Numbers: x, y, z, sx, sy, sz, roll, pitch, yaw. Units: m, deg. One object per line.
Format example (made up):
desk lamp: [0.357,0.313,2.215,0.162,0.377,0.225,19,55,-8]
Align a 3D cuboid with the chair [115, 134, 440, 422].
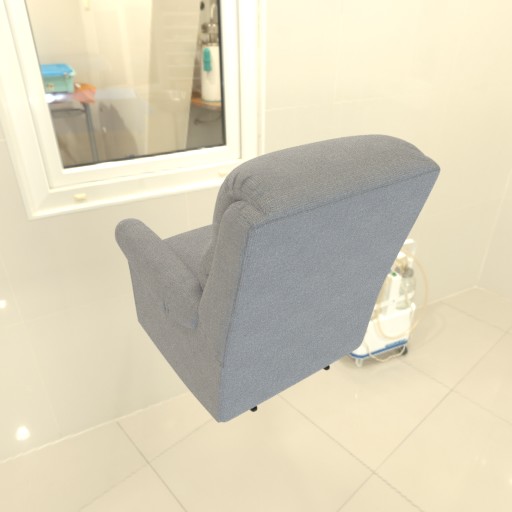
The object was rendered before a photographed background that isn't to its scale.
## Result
chair: [0.000,0.000,1.785,0.838,1.054,1.014,-20,35,-30]
